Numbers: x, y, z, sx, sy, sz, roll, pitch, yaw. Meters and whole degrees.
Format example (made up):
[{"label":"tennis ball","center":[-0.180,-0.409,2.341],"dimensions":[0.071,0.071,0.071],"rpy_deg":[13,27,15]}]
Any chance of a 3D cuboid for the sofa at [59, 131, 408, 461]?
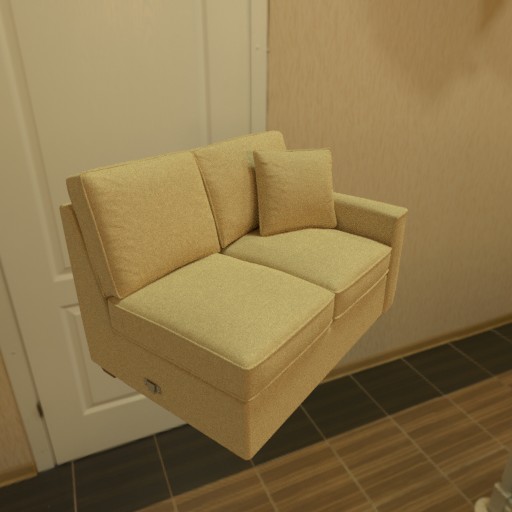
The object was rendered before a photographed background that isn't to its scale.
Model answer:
[{"label":"sofa","center":[0.000,0.000,2.133],"dimensions":[0.991,0.989,1.388],"rpy_deg":[18,31,33]}]
